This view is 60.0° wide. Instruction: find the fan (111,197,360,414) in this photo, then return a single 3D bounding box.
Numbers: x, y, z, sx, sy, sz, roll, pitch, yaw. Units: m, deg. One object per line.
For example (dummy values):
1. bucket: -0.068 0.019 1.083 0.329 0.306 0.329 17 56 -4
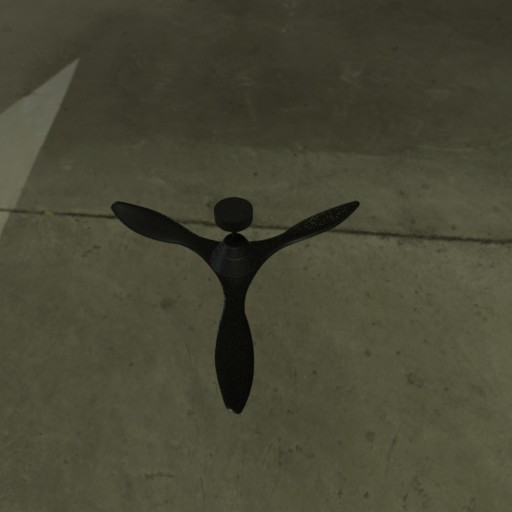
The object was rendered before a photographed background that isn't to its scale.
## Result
1. fan: 0.000 0.000 1.616 1.067 0.305 1.067 -9 47 -9
